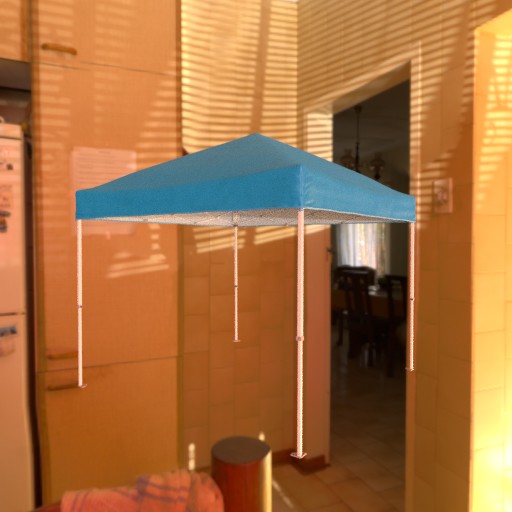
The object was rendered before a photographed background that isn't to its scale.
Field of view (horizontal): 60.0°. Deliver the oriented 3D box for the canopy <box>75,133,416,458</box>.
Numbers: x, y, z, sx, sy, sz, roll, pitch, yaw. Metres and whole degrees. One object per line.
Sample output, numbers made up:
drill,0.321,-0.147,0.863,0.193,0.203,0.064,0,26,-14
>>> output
canopy,0.000,0.000,5.436,2.998,2.997,2.996,1,2,36
